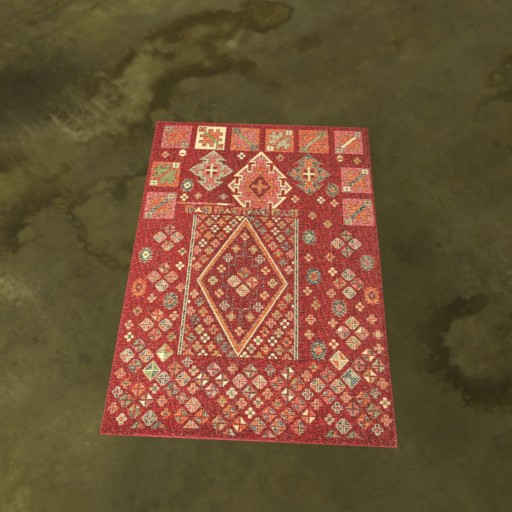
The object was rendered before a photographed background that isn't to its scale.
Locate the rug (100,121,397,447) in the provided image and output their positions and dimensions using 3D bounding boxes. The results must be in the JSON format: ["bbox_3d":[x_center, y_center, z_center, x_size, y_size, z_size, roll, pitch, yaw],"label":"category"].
[{"bbox_3d":[0.000,0.000,2.829,1.579,0.007,2.184,2,64,1],"label":"rug"}]
